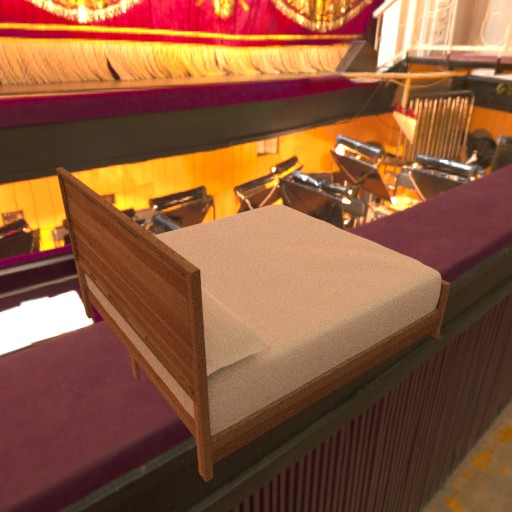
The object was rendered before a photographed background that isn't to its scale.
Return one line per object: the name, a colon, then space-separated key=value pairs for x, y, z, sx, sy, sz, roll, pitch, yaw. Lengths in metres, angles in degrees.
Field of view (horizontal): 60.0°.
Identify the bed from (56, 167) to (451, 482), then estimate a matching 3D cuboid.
bed: x=0.000 y=0.000 z=3.423 sx=2.184 sy=1.295 sz=2.013 roll=-18 pitch=32 yaw=-32
